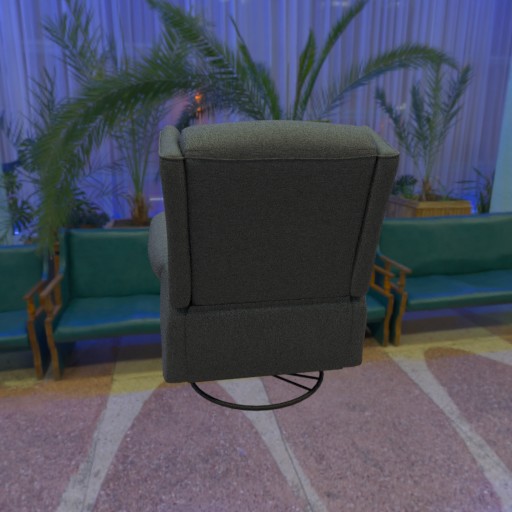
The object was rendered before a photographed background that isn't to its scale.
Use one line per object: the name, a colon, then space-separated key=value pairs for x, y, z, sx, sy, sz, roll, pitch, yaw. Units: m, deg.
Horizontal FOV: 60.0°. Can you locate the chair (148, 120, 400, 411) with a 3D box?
chair: x=0.000 y=0.000 z=1.750 sx=0.847 sy=1.011 sz=0.969 roll=-3 pitch=16 yaw=-9
